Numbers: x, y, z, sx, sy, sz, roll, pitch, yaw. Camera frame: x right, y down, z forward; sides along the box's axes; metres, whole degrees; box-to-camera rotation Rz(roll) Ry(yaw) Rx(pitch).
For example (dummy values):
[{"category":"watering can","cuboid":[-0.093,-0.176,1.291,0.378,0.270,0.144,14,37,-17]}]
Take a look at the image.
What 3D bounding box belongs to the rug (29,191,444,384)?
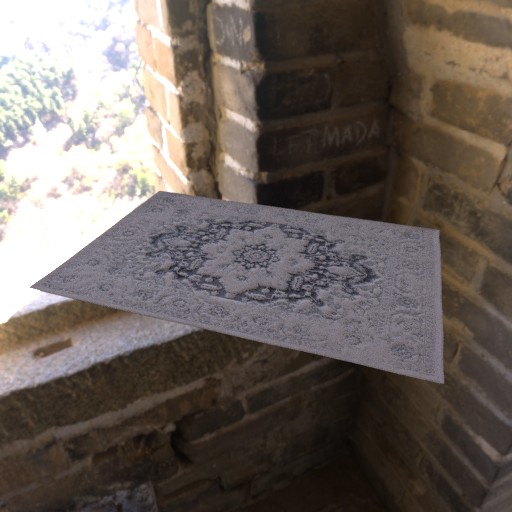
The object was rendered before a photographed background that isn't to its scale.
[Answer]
[{"category":"rug","cuboid":[0.000,0.000,2.294,1.813,0.008,1.223,10,32,16]}]
